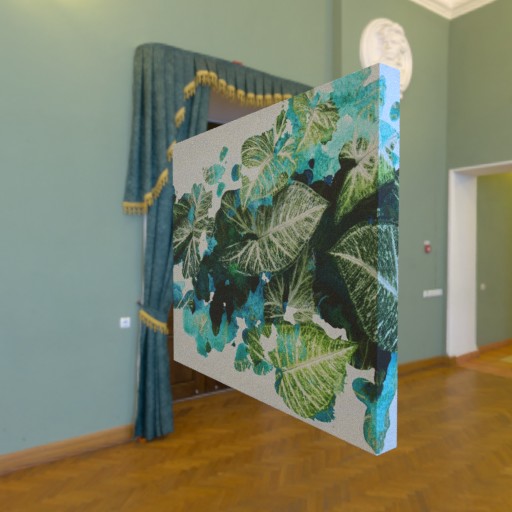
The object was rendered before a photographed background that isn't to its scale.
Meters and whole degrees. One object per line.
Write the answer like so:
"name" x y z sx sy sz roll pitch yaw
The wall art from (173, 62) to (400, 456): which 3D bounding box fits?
"wall art" 0.000 0.000 0.704 0.041 0.435 0.507 -1 2 -37
